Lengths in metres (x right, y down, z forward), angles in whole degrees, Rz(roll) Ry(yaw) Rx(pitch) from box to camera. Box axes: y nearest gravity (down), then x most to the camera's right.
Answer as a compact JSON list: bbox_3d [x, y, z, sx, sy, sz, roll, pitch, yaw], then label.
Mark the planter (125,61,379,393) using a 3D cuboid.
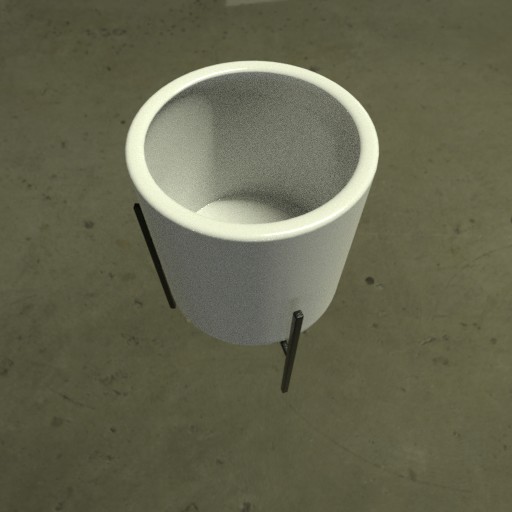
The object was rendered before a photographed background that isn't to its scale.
[{"bbox_3d":[0.000,0.000,0.526,0.239,0.356,0.239,-16,59,-10],"label":"planter"}]
